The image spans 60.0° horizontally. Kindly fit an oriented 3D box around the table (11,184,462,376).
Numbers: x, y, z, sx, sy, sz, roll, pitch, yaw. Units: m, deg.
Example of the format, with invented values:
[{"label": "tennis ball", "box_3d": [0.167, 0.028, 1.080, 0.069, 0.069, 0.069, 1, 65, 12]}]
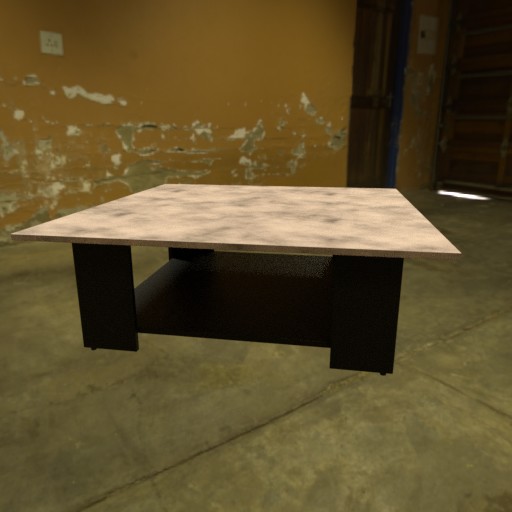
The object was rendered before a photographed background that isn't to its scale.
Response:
[{"label": "table", "box_3d": [0.000, 0.000, 1.319, 0.890, 0.305, 0.890, 3, 16, 9]}]
